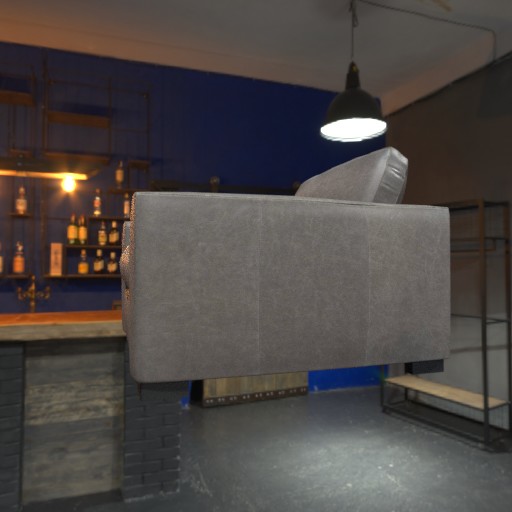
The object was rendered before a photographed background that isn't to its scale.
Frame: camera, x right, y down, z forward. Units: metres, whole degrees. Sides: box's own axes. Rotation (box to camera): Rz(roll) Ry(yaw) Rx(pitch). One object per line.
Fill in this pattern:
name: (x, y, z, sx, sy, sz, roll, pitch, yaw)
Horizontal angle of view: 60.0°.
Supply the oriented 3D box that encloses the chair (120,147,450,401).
chair: (0.000, 0.000, 1.850, 1.080, 0.807, 1.106, 0, -1, -18)
